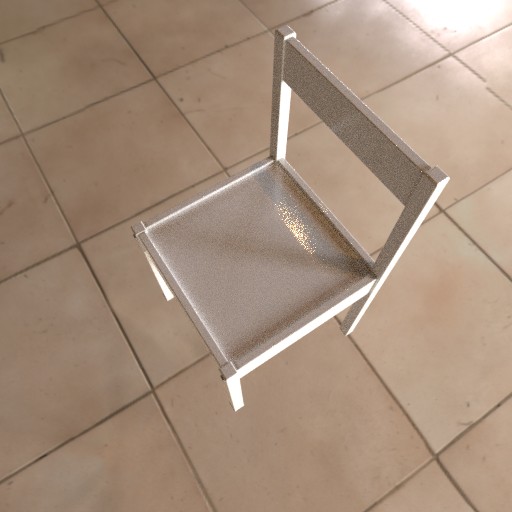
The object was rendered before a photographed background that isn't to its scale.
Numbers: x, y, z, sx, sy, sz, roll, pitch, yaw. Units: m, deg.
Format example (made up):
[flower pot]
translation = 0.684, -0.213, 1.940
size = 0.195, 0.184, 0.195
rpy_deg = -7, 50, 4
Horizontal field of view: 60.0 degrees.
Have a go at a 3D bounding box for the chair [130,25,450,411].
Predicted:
[chair]
translation = 0.000, 0.000, 0.687
size = 0.285, 0.505, 0.285
rpy_deg = -31, 67, -15
